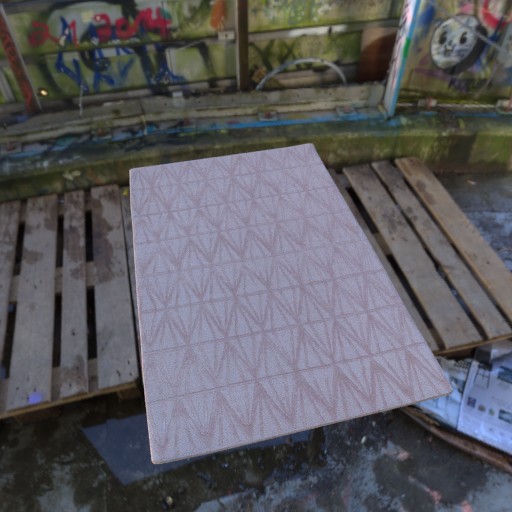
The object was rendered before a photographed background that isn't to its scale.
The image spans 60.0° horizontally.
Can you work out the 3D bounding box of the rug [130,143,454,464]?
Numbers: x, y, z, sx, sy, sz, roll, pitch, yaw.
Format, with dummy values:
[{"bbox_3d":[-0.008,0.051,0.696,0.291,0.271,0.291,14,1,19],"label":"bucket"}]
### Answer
[{"bbox_3d":[0.000,0.000,2.304,1.230,0.025,1.837,-10,48,-9],"label":"rug"}]
